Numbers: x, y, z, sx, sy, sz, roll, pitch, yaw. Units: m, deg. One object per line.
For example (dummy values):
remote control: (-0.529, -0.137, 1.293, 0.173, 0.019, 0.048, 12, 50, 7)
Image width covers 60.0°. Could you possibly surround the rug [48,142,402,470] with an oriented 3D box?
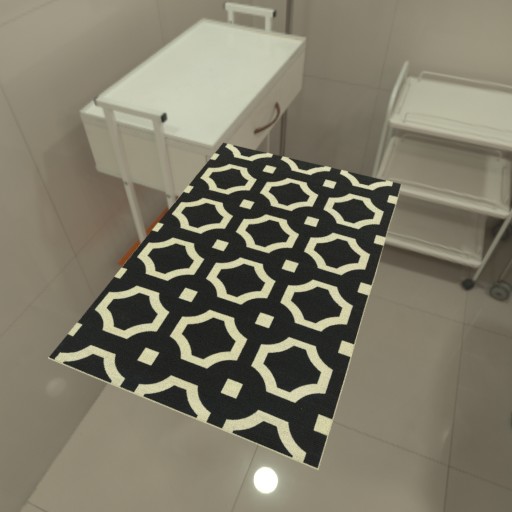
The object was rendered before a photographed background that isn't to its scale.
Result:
rug: (0.000, 0.000, 2.969, 1.555, 0.016, 2.286, 17, 49, 15)
